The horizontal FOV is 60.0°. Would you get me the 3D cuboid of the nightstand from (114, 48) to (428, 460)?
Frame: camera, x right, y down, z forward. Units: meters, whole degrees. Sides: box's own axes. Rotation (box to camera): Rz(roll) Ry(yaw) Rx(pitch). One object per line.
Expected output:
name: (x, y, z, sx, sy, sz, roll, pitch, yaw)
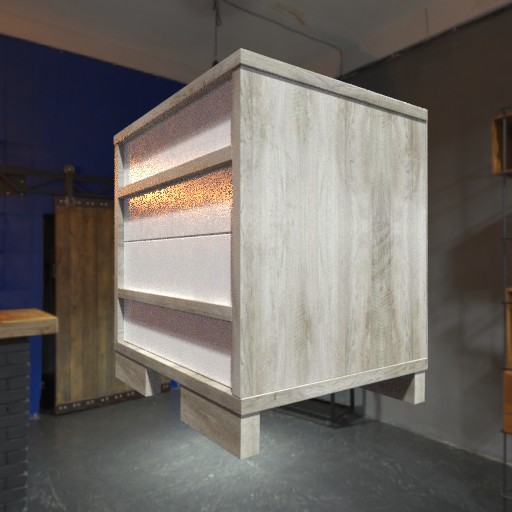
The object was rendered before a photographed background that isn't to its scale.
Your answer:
nightstand: (0.000, 0.000, 0.753, 0.347, 0.448, 0.427, 0, 0, -36)
